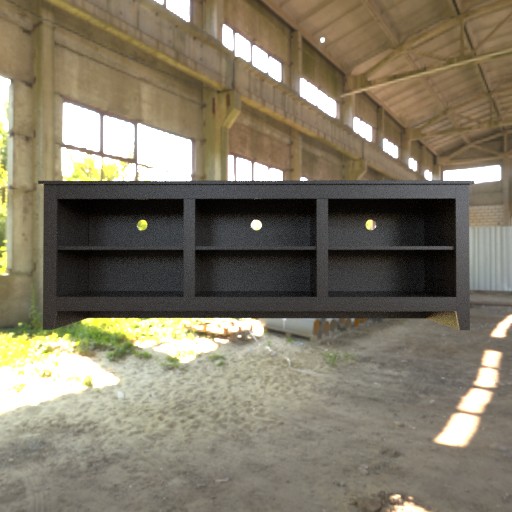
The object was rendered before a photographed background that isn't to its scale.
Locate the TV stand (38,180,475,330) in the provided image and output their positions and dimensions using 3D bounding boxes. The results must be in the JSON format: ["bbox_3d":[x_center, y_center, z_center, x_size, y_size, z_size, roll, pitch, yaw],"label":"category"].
[{"bbox_3d":[0.000,0.000,2.004,1.778,0.610,0.406,0,-1,0],"label":"TV stand"}]
